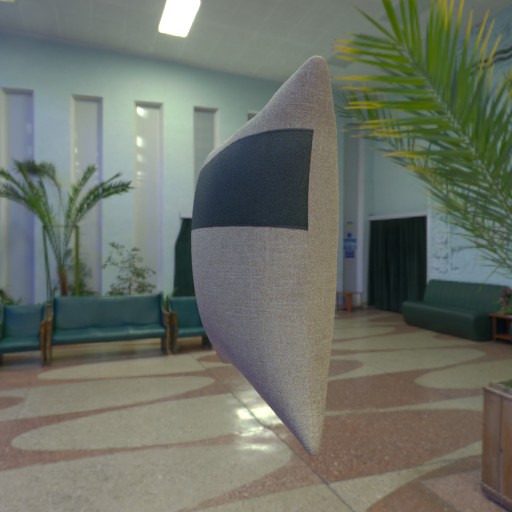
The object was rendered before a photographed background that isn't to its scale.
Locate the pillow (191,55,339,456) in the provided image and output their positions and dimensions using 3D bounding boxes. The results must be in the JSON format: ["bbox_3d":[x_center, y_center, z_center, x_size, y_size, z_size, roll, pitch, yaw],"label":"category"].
[{"bbox_3d":[0.000,0.000,0.631,0.173,0.399,0.414,0,1,-17],"label":"pillow"}]
